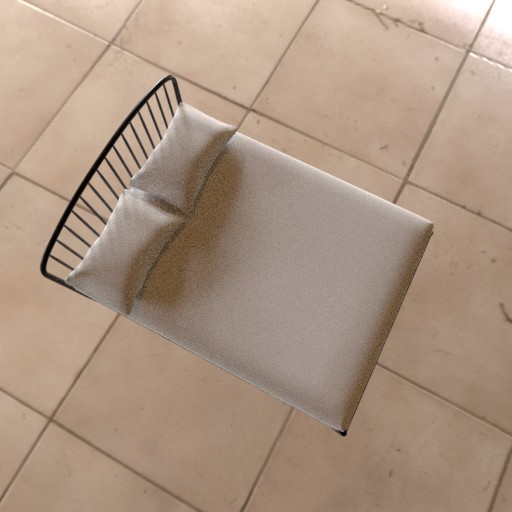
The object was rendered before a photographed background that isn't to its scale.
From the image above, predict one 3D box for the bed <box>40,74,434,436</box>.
[{"bbox_3d":[0.000,0.000,3.139,2.159,1.166,1.618,26,76,7],"label":"bed"}]
